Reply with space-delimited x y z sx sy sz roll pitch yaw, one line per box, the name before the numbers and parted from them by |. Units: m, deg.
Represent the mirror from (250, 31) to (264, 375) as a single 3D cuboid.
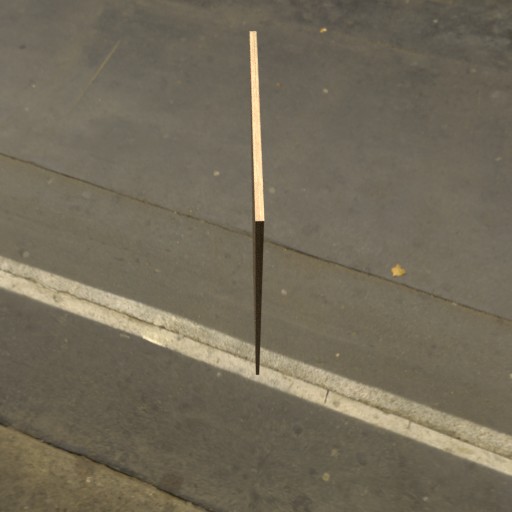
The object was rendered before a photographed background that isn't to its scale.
mirror | 0.000 0.000 2.345 0.025 2.032 0.812 -1 63 -1
